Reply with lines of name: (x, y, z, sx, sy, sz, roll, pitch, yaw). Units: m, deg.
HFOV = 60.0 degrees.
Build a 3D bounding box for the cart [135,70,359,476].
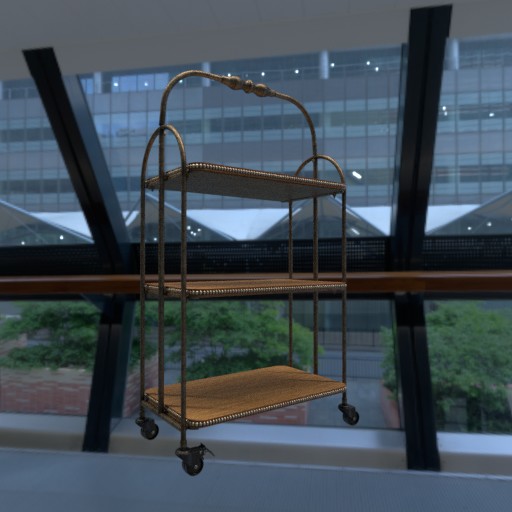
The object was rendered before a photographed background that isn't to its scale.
cart: (0.000, 0.000, 1.338, 0.650, 1.052, 0.330, 0, -1, -36)
